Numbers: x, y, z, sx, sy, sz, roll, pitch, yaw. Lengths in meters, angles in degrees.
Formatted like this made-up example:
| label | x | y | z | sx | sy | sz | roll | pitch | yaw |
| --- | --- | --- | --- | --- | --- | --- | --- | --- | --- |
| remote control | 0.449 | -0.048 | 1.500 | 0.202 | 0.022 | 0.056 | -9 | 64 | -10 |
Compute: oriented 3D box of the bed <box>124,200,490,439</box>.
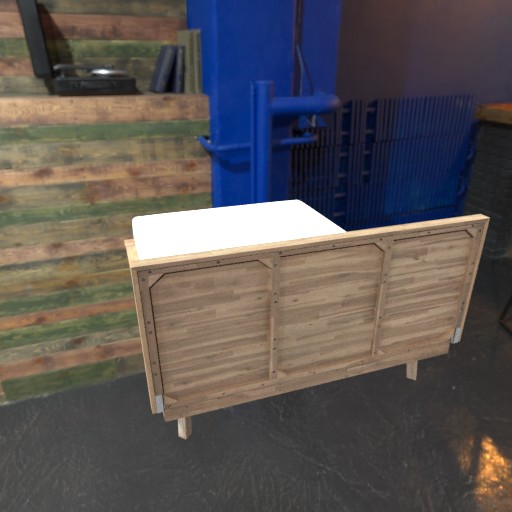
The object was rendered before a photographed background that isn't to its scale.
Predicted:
| label | x | y | z | sx | sy | sz | roll | pitch | yaw |
| --- | --- | --- | --- | --- | --- | --- | --- | --- | --- |
| bed | 0.000 | 0.000 | 3.107 | 1.759 | 1.071 | 2.145 | -8 | 26 | -17 |
